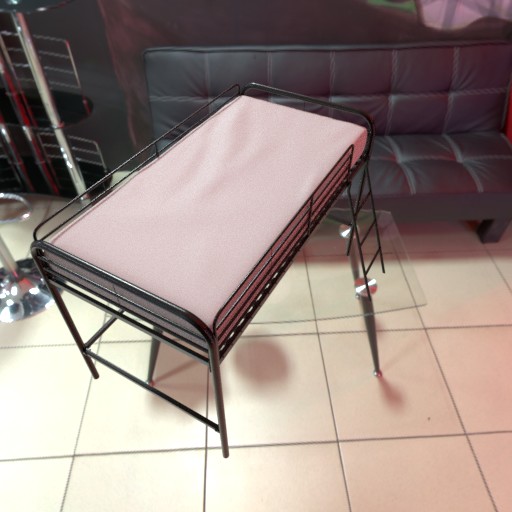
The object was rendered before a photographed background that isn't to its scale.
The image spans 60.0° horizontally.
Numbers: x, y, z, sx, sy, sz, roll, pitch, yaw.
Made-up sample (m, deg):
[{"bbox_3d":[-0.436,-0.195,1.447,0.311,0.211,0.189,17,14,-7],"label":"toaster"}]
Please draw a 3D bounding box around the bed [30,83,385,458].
[{"bbox_3d":[0.000,0.000,2.859,1.393,1.289,1.968,22,49,21],"label":"bed"}]
